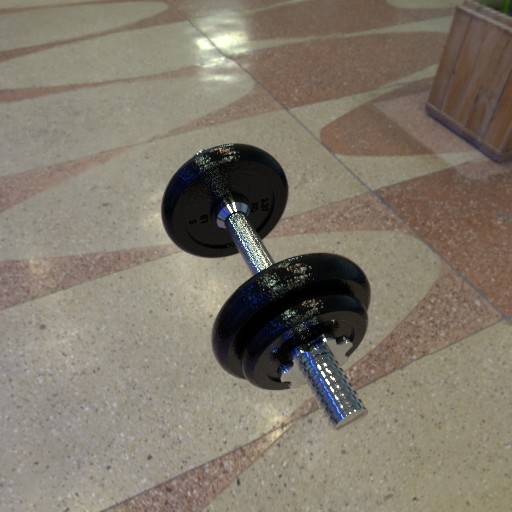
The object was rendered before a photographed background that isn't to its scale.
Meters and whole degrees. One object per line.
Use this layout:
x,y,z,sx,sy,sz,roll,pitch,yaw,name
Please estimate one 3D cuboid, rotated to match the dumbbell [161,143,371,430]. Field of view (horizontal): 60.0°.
0.000,0.000,0.602,0.202,0.202,0.497,-16,48,-15,dumbbell
